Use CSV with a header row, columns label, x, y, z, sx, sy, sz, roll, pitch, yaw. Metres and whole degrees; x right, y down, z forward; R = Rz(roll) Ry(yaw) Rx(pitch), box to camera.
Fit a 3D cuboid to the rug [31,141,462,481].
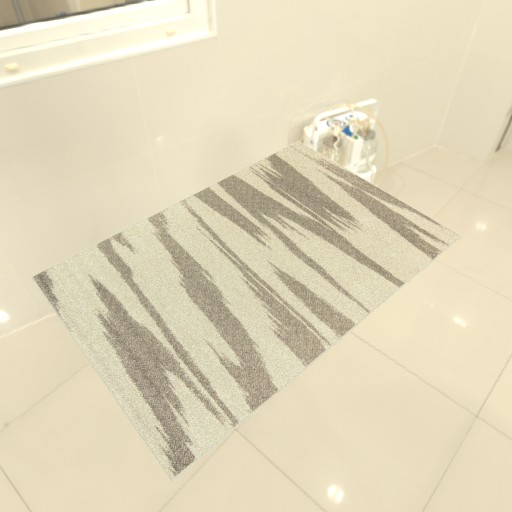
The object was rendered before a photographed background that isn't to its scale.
label,x,y,z,sx,sy,sz,roll,pitch,yaw
rug,0.000,0.000,2.237,1.827,0.008,1.225,-32,55,-27
